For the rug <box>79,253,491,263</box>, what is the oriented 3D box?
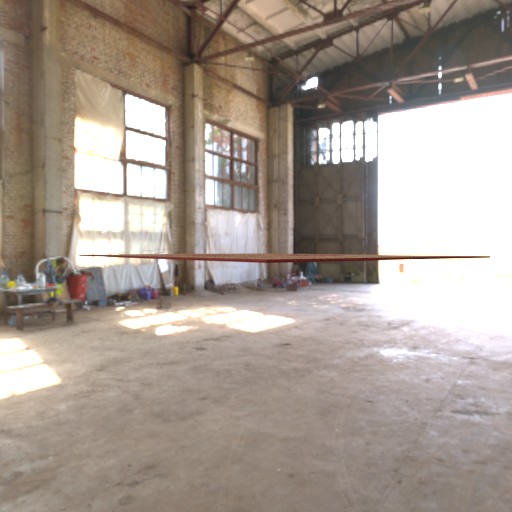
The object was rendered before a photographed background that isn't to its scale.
[{"bbox_3d":[0.000,0.000,2.859,1.593,0.013,2.211,-1,1,-37],"label":"rug"}]
